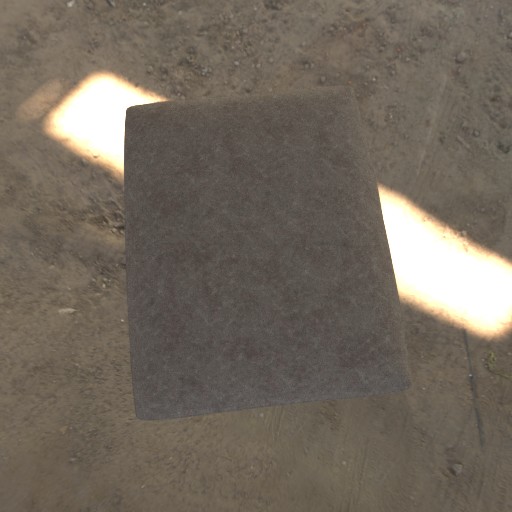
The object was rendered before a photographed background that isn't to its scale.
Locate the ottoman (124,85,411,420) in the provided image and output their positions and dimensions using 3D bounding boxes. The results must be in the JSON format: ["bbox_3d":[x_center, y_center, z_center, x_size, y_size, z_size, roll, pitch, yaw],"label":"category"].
[{"bbox_3d":[0.000,0.000,1.163,0.584,0.513,0.741,-6,74,-2],"label":"ottoman"}]
